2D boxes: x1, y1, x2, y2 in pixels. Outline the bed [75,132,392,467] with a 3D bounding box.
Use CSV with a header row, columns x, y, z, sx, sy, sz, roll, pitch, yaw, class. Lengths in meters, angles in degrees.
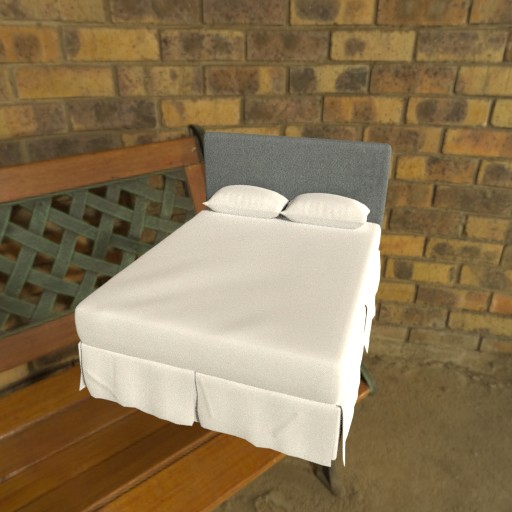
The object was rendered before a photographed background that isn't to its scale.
x,y,z,sx,sy,sz,roll,pitch,yaw,class
0.000,0.000,3.203,1.723,1.330,2.142,9,27,17,bed
